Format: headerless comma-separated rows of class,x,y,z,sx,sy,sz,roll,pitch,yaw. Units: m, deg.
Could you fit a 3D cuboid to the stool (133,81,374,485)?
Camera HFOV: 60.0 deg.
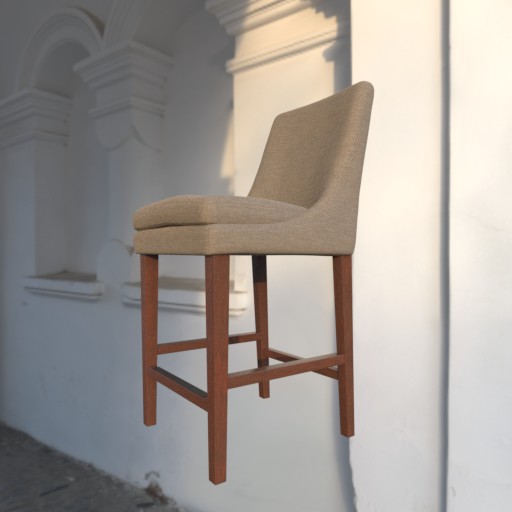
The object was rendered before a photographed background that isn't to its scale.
stool,0.000,0.000,1.266,0.577,0.981,0.470,-1,1,-35
